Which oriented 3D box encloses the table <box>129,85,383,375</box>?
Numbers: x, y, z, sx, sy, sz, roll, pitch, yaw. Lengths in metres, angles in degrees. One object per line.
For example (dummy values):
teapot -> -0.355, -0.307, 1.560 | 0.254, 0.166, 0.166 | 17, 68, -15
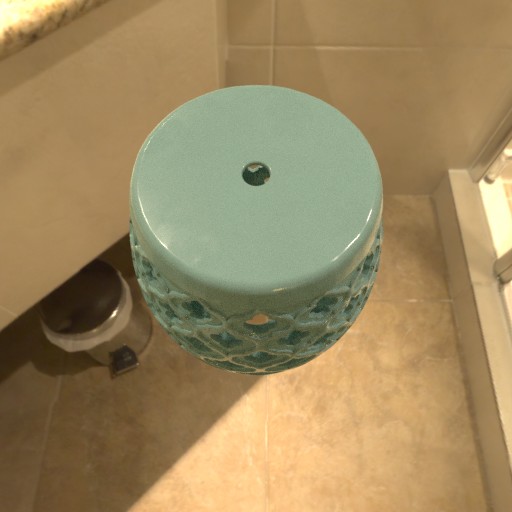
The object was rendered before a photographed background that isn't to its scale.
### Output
table -> 0.000, 0.000, 0.630 | 0.325, 0.388, 0.325 | 0, 64, 0
